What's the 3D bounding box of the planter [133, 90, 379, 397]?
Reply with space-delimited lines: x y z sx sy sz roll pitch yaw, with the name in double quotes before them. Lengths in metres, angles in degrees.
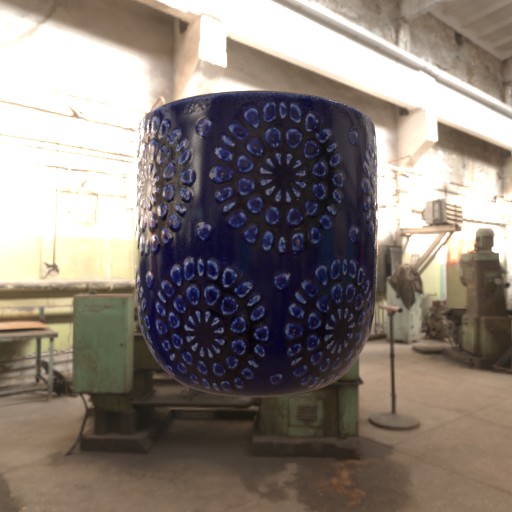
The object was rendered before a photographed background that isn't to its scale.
"planter" 0.000 0.000 0.204 0.109 0.112 0.109 0 -2 0
